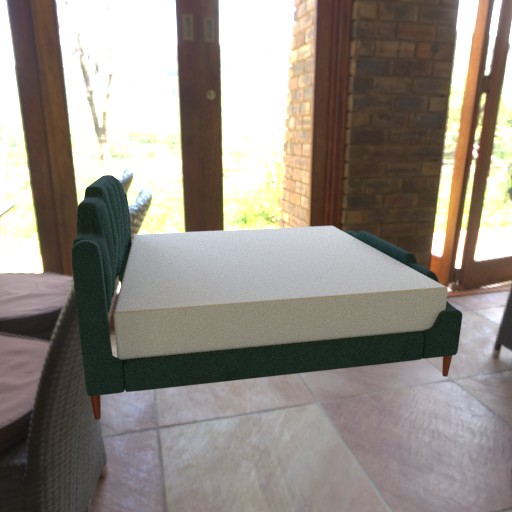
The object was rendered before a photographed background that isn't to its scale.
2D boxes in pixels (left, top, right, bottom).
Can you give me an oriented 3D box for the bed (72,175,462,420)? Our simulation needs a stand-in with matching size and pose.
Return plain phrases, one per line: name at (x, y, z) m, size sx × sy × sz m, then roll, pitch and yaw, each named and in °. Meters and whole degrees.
bed at (0.000, 0.000, 3.523) m, size 2.340 × 1.245 × 2.074 m, roll -3°, pitch 16°, yaw -11°
